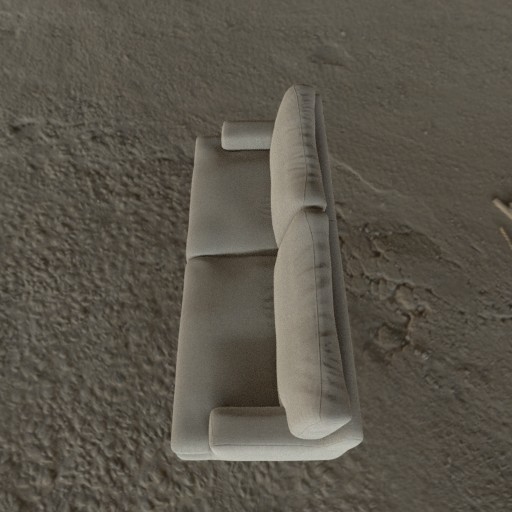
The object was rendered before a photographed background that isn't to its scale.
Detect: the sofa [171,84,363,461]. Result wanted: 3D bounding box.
[{"bbox_3d":[0.000,0.000,2.862,0.962,0.980,2.354,0,59,0],"label":"sofa"}]
